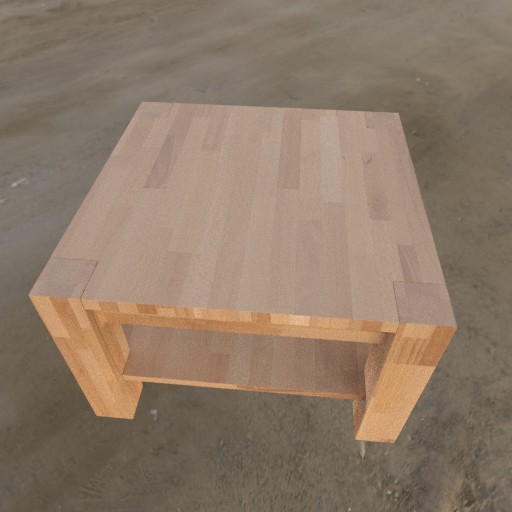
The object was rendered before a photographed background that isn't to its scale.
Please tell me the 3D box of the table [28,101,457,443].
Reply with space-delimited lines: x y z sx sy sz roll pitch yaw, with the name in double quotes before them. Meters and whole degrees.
"table" 0.000 0.000 1.123 0.700 0.451 0.700 4 45 4
